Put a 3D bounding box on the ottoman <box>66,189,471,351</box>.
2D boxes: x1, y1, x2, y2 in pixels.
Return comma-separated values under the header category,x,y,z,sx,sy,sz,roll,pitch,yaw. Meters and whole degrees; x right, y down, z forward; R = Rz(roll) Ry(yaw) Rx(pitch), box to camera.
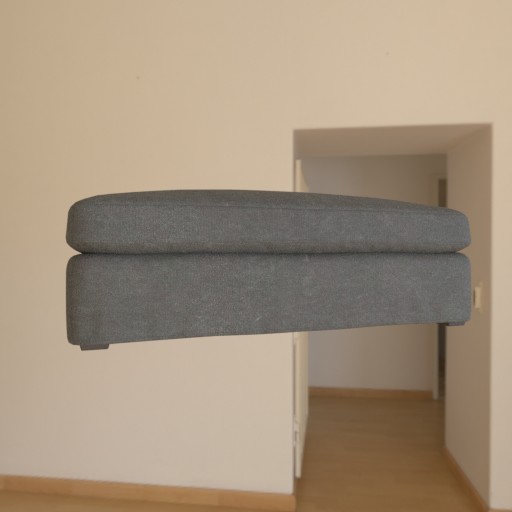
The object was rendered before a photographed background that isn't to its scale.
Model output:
category,x,y,z,sx,sy,sz,roll,pitch,yaw
ottoman,0.000,0.000,1.583,1.199,0.429,0.840,0,1,-18
